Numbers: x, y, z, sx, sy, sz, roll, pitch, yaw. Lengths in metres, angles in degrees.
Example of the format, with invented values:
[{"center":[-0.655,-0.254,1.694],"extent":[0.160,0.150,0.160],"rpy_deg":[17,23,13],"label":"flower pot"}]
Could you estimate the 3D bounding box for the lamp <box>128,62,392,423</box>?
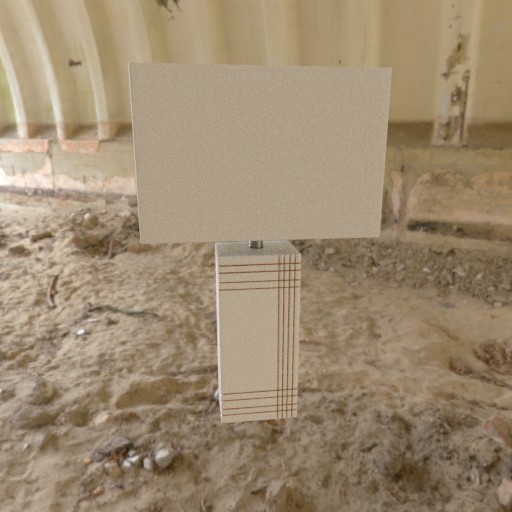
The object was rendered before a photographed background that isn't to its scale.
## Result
[{"center":[0.000,0.000,0.710],"extent":[0.334,0.543,0.182],"rpy_deg":[-2,15,-7],"label":"lamp"}]
